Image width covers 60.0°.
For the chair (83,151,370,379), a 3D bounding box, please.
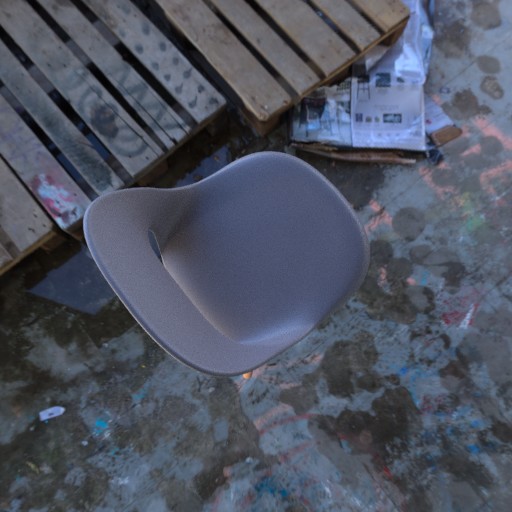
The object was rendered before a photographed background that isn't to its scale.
[{"bbox_3d":[0.000,0.000,1.132,0.556,0.795,0.470,-38,79,-9],"label":"chair"}]
